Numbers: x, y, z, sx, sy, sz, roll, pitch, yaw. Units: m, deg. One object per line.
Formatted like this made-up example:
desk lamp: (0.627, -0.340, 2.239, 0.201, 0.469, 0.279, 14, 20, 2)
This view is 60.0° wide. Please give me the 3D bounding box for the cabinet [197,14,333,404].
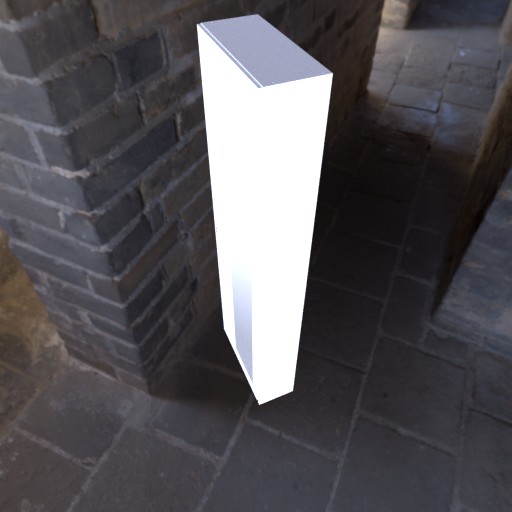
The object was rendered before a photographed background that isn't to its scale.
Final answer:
cabinet: (0.000, 0.000, 1.956, 0.230, 1.790, 0.500, -17, 49, -16)
